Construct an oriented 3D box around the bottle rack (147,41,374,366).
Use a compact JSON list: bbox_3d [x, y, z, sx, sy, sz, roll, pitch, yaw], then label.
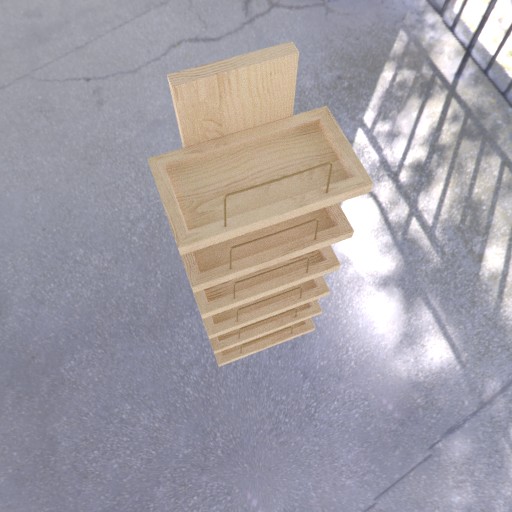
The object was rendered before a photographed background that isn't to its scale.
[{"bbox_3d":[0.000,0.000,1.040,0.330,0.943,0.206,-19,65,-9],"label":"bottle rack"}]
